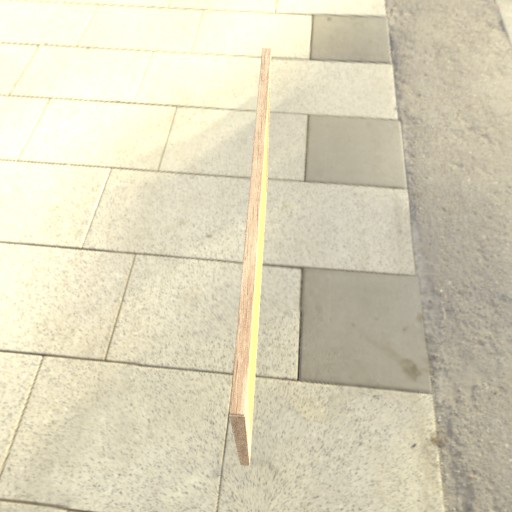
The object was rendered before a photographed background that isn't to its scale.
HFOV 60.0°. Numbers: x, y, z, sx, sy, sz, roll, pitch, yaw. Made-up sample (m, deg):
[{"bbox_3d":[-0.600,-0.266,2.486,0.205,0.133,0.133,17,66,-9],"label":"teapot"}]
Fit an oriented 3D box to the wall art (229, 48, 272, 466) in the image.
[{"bbox_3d":[0.000,0.000,0.970,0.021,0.480,0.780,3,58,2],"label":"wall art"}]
